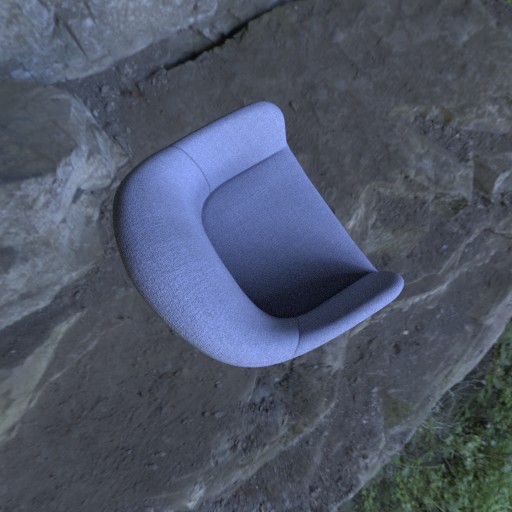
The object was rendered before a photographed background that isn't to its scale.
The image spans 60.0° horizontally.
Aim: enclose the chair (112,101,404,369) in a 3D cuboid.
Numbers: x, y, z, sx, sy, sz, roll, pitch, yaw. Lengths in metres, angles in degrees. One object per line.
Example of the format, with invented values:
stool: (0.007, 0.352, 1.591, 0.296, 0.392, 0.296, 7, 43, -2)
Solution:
chair: (0.000, 0.000, 1.222, 0.550, 0.795, 0.590, -31, 77, -8)
